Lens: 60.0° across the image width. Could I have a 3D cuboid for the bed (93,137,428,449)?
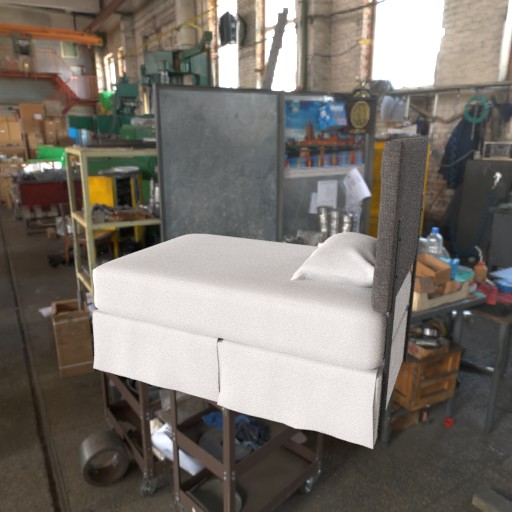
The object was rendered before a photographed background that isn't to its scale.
[{"bbox_3d":[0.000,0.000,3.033,1.997,1.571,1.261,7,17,25],"label":"bed"}]
